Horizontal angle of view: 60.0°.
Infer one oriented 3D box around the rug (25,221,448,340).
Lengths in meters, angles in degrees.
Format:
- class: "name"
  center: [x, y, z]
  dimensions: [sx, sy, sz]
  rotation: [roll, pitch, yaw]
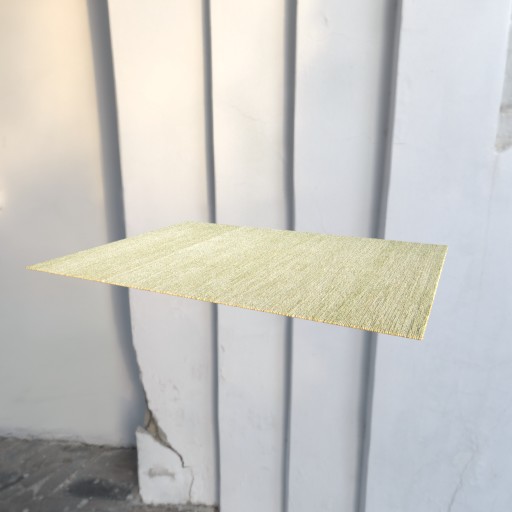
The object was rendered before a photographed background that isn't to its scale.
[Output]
- class: "rug"
  center: [0.000, 0.000, 4.155]
  dimensions: [3.198, 0.016, 2.425]
  rotation: [7, 16, 25]
